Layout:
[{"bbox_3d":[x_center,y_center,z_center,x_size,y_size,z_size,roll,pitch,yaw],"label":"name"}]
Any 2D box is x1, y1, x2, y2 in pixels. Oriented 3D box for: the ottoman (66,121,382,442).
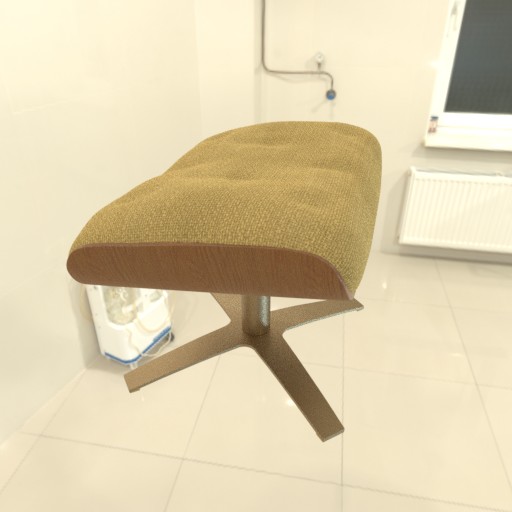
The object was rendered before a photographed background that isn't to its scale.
[{"bbox_3d":[0.000,0.000,0.790,0.394,0.391,0.520,9,31,15],"label":"ottoman"}]
